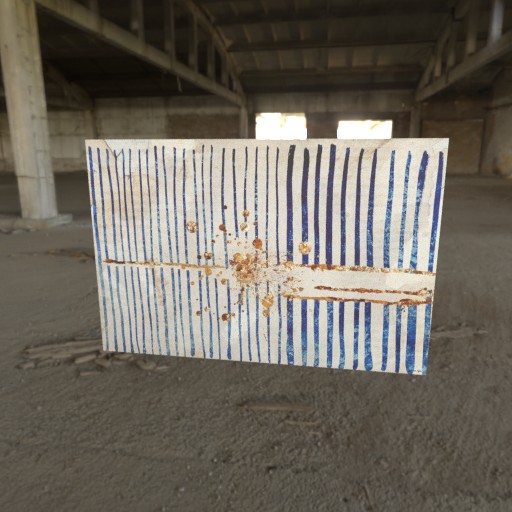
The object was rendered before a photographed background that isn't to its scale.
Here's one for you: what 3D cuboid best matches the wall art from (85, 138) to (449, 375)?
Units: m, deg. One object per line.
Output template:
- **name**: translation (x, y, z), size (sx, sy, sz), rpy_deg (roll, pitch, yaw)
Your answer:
- **wall art**: translation (0.000, 0.000, 1.484), size (1.143, 0.757, 0.038), rpy_deg (2, 14, 9)
